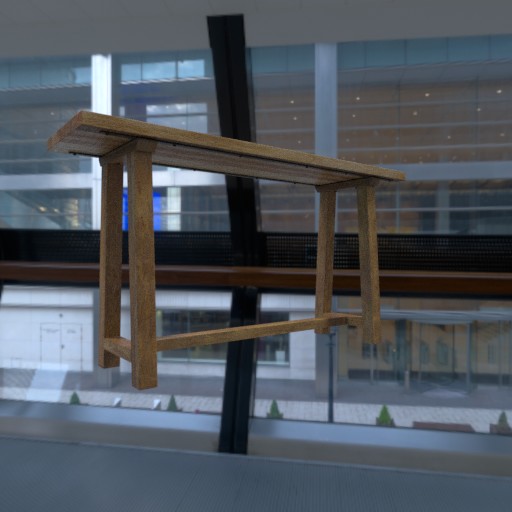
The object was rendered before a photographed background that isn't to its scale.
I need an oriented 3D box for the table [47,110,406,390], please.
[{"bbox_3d":[0.000,0.000,1.848,1.524,0.810,0.405,0,0,-38],"label":"table"}]
